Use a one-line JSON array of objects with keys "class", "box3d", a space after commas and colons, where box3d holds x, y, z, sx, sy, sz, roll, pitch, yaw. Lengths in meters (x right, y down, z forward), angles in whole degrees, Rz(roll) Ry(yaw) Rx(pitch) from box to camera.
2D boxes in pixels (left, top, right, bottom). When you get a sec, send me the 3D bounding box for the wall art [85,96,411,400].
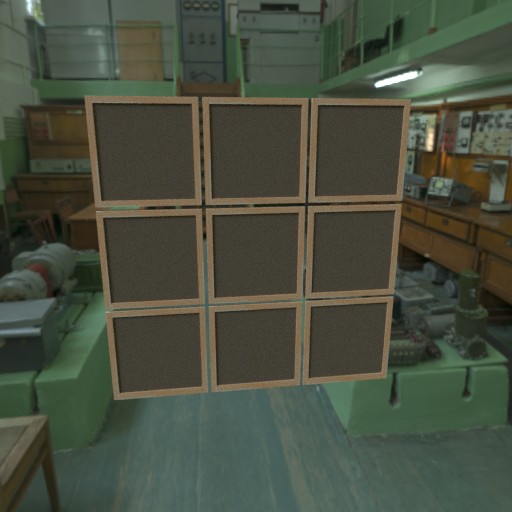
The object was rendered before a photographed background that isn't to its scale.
[{"class": "wall art", "box3d": [0.000, 0.000, 1.806, 1.216, 1.218, 0.013, -2, 16, -8]}]
